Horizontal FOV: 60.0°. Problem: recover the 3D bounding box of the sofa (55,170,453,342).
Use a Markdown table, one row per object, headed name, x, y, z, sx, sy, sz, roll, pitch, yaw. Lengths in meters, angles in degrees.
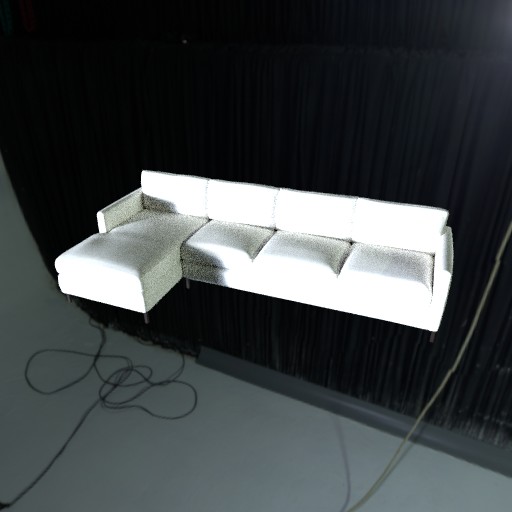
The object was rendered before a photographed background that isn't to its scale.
| name | x | y | z | sx | sy | sz | roll | pitch | yaw |
| --- | --- | --- | --- | --- | --- | --- | --- | --- | --- |
| sofa | 0.000 | 0.000 | 3.884 | 3.186 | 0.875 | 1.467 | 10 | 31 | 18 |
